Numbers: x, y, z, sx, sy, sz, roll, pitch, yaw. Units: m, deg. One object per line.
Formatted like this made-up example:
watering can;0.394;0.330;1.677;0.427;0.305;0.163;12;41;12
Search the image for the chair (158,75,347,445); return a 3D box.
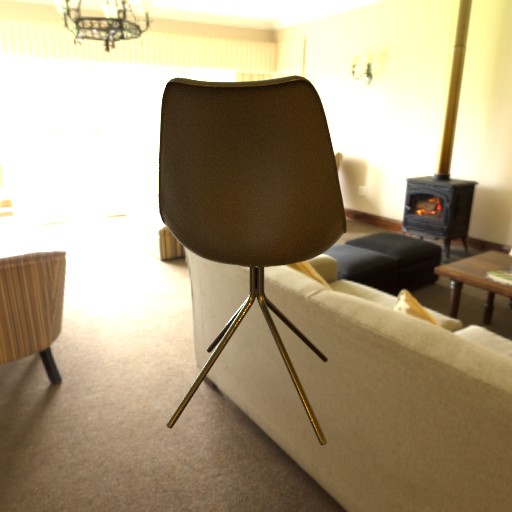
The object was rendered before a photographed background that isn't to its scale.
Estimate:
chair;0.000;0.000;1.180;0.461;0.850;0.525;3;17;9
